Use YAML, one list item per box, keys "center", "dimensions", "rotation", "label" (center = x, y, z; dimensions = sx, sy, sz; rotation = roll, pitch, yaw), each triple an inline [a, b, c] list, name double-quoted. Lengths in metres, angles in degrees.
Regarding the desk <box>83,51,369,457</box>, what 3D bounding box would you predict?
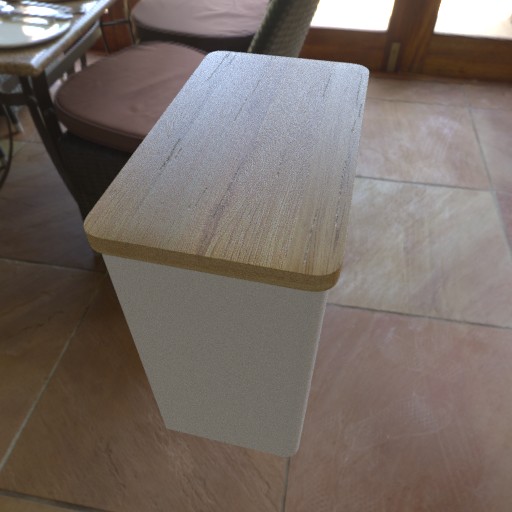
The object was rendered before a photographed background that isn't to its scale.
- center: [0.000, 0.000, 1.239]
  dimensions: [0.440, 0.790, 0.760]
  rotation: [10, 48, 9]
  label: "desk"
